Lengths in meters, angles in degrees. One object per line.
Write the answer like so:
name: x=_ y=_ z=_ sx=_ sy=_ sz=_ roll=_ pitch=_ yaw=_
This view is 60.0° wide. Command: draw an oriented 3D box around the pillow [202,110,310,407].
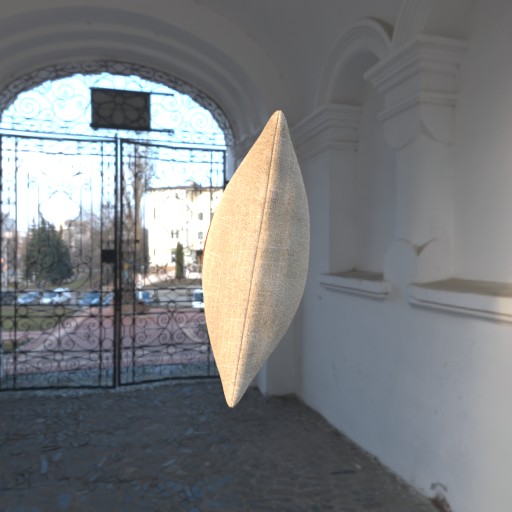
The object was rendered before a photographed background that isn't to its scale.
pillow: x=0.000 y=0.000 z=0.721 sx=0.155 sy=0.282 sz=0.612 roll=0 pitch=1 yaw=1
